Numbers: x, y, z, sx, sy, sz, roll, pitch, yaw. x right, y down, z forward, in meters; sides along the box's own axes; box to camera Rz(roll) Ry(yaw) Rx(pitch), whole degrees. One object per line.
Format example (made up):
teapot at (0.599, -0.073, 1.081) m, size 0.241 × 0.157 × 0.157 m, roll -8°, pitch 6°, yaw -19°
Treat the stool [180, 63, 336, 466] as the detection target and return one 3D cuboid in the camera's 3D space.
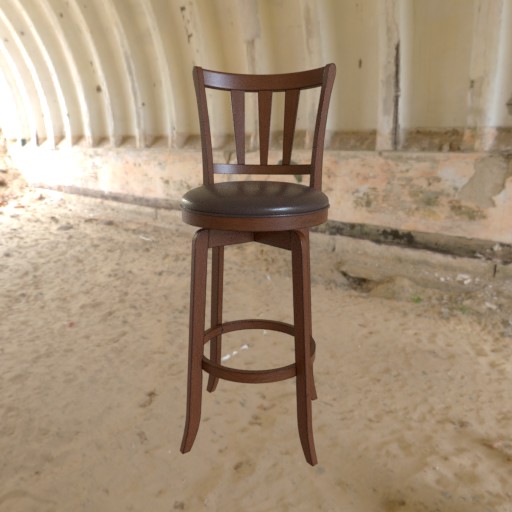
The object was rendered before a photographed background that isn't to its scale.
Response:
stool at (0.000, 0.000, 1.410) m, size 0.464 × 1.177 × 0.503 m, roll 2°, pitch 15°, yaw 7°
